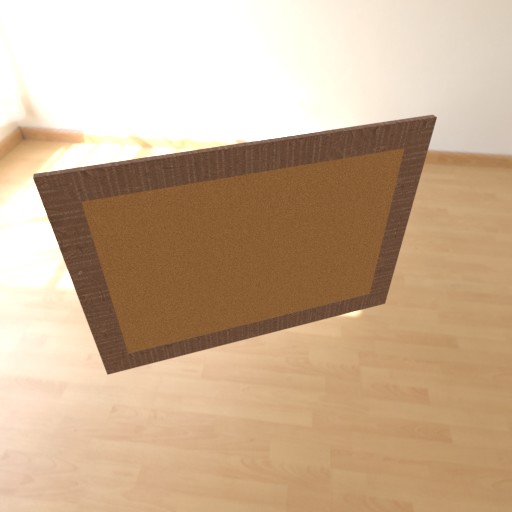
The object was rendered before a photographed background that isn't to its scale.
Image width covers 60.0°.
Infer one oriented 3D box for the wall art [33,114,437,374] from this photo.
[{"bbox_3d":[0.000,0.000,1.370,1.056,0.761,0.020,-12,42,-13],"label":"wall art"}]
